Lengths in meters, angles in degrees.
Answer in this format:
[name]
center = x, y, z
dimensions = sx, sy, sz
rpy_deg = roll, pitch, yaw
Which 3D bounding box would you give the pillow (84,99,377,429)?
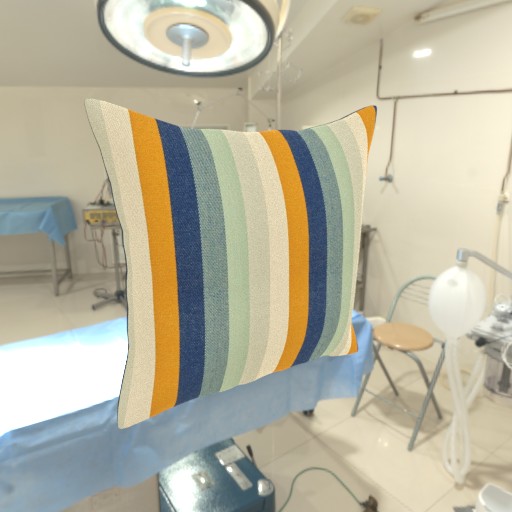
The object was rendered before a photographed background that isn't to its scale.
[pillow]
center = 0.000, 0.000, 0.691
dimensions = 0.463, 0.454, 0.173
rpy_deg = -9, 19, -29
